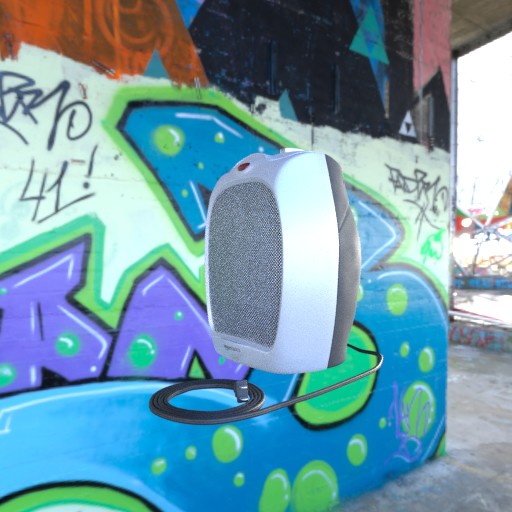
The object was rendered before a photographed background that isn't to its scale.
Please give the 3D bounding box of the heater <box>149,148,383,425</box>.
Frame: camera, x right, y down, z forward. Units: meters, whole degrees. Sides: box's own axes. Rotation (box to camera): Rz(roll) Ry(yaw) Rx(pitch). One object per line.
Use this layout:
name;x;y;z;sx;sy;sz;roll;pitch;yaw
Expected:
heater;0.000;0.000;0.476;0.291;0.240;0.239;-1;1;-36
